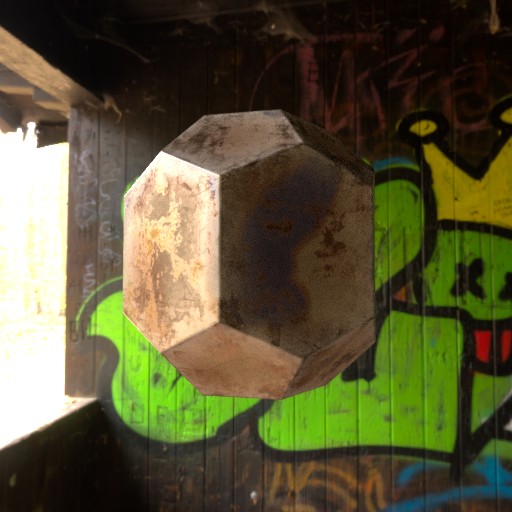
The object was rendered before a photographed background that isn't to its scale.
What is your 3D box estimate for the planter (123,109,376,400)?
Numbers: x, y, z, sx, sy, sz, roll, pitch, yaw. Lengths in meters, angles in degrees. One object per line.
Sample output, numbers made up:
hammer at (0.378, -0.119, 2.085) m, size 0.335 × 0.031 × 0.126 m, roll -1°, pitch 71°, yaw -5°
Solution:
planter at (0.000, 0.000, 0.424) m, size 0.243 × 0.238 × 0.221 m, roll 1°, pitch -3°, yaw -18°
